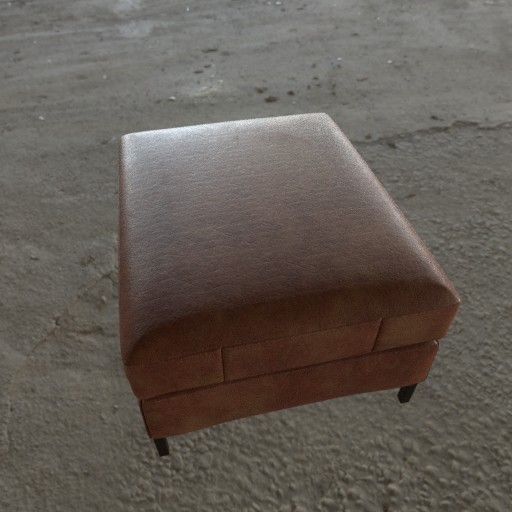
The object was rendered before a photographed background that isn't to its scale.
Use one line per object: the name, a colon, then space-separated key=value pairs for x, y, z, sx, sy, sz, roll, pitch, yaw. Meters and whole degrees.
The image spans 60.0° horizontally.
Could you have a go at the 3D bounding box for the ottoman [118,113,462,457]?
ottoman: x=0.000 y=0.000 z=1.768 sx=0.965 sy=0.667 sz=1.186 roll=-9 pitch=45 yaw=-9
